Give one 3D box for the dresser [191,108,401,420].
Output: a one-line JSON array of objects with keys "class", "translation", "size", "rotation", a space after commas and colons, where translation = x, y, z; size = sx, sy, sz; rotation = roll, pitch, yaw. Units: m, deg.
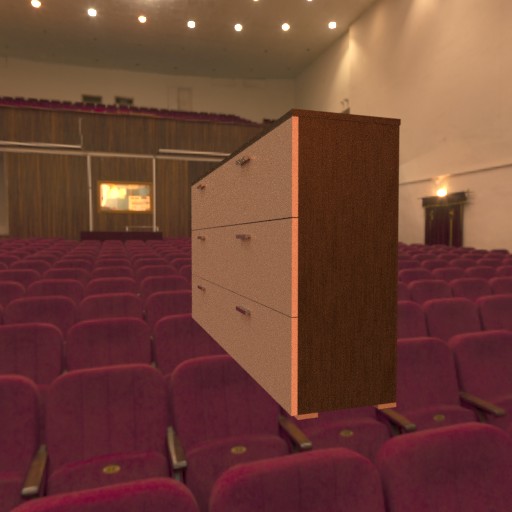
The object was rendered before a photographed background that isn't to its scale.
[{"class": "dresser", "translation": [0.000, 0.000, 1.894], "size": [0.333, 0.790, 1.535], "rotation": [-1, 2, -18]}]
